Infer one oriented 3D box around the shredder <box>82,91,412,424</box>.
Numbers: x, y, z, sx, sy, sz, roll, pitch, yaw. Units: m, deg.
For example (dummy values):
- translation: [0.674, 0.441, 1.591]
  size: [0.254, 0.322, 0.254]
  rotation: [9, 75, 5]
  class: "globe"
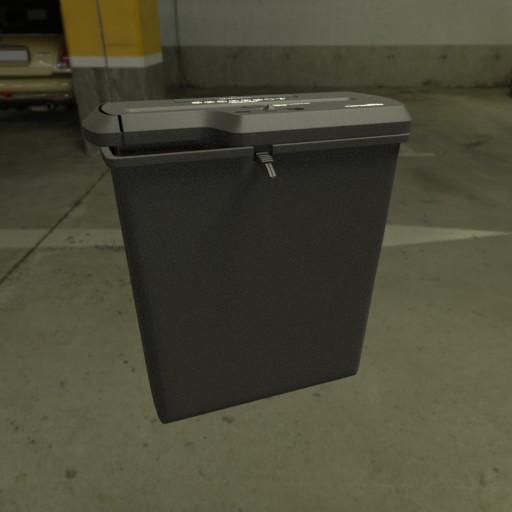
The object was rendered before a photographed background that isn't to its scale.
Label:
- translation: [0.000, 0.000, 0.500]
  size: [0.320, 0.335, 0.170]
  rotation: [-9, 29, -17]
  class: "shredder"
